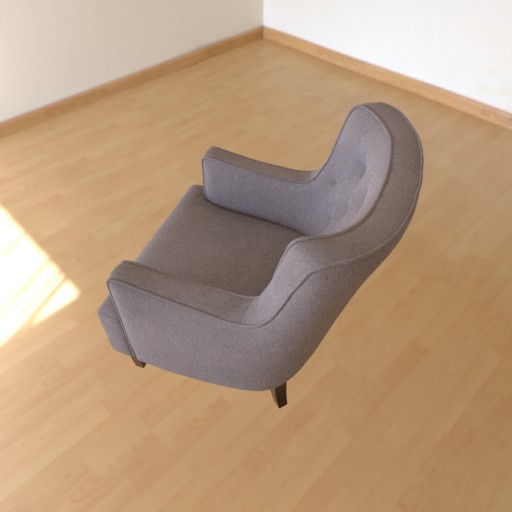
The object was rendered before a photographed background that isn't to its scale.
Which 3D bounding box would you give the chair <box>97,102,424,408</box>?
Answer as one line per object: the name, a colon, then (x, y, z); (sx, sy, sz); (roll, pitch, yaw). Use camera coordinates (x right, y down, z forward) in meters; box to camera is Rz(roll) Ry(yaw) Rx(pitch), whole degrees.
chair: (0.000, 0.000, 1.562); (0.910, 0.919, 0.781); (15, 49, 14)
